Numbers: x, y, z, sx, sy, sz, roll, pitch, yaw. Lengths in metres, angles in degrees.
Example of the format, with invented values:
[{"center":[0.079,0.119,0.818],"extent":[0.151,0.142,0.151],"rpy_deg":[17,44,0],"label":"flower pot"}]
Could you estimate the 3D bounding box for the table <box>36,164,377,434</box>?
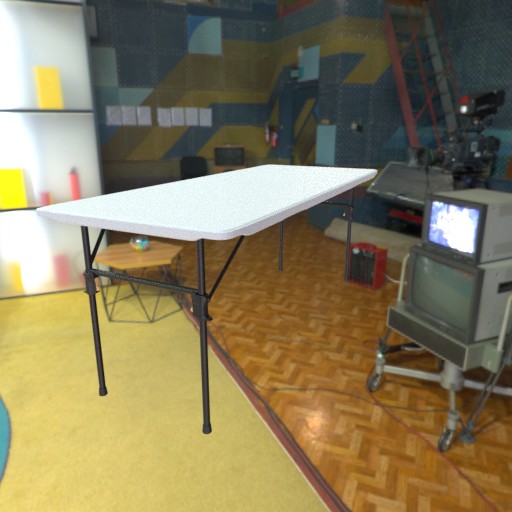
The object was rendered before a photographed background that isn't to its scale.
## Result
[{"center":[0.000,0.000,2.195],"extent":[0.761,0.719,1.829],"rpy_deg":[8,19,26],"label":"table"}]
